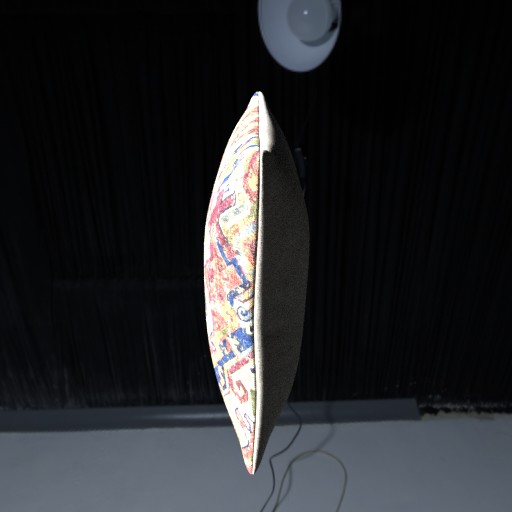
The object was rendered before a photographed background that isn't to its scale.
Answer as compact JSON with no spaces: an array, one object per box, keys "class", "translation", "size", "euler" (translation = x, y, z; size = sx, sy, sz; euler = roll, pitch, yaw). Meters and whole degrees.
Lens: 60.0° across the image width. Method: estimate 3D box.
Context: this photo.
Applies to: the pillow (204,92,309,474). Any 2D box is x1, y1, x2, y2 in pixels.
[{"class":"pillow","translation":[0.000,0.000,0.802],"size":[0.166,0.506,0.523],"euler":[0,27,0]}]
